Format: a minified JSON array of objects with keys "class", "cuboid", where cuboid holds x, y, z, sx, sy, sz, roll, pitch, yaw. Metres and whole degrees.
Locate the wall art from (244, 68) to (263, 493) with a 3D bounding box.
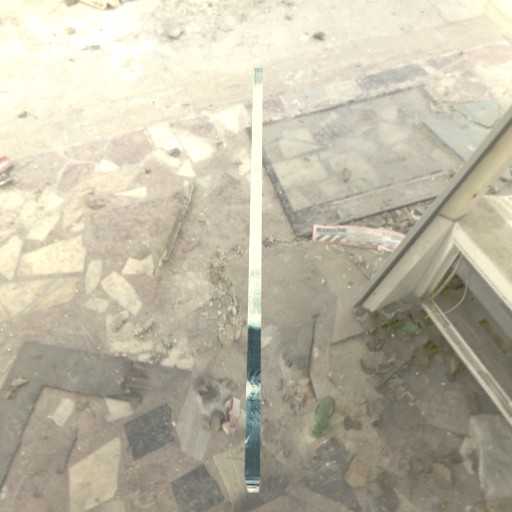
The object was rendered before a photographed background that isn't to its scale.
[{"class":"wall art","cuboid":[0.000,0.000,1.650,0.037,0.509,1.524,1,58,0]}]
